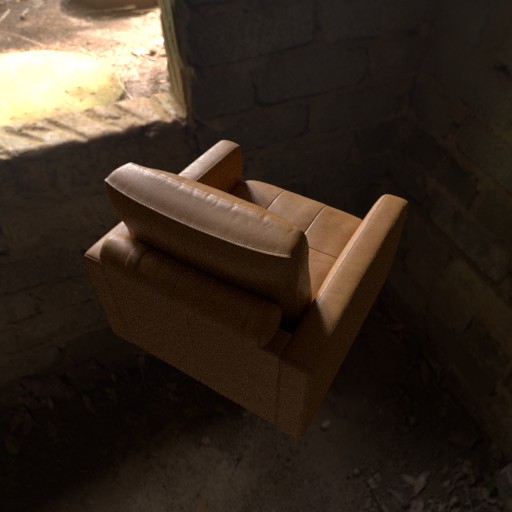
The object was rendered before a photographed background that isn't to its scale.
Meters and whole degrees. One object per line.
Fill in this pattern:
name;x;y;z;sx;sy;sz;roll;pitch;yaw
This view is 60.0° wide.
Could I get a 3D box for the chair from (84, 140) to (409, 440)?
chair;0.000;0.000;1.575;0.831;0.896;0.868;23;51;21
